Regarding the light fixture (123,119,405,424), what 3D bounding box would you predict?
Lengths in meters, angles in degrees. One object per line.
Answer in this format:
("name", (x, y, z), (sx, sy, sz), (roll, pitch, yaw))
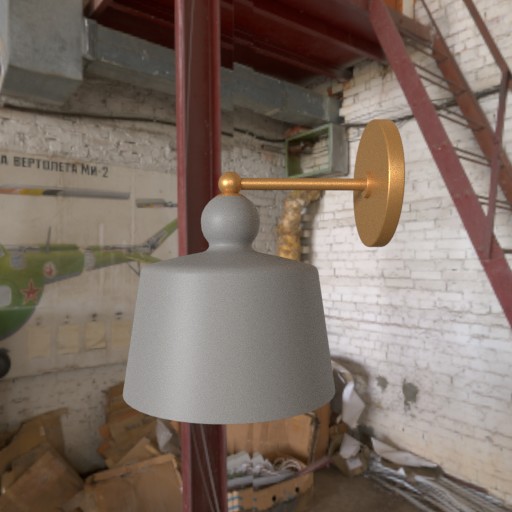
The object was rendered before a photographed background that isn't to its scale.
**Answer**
("light fixture", (0.000, 0.000, 0.440), (0.254, 0.268, 0.204), (0, -1, -2))
